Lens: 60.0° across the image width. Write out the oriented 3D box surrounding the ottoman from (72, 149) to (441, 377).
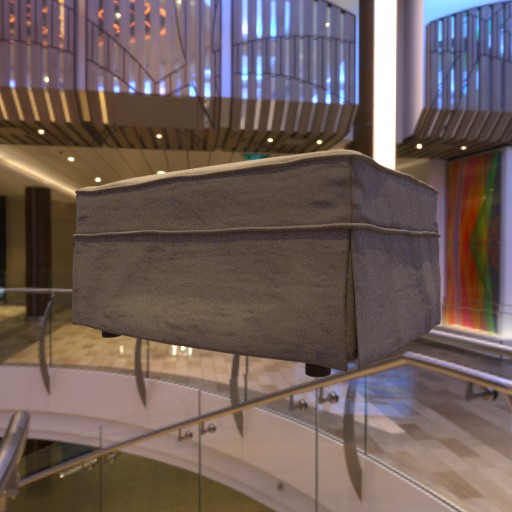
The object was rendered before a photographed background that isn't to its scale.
[{"bbox_3d":[0.000,0.000,1.322,0.944,0.479,0.703,1,1,36],"label":"ottoman"}]
